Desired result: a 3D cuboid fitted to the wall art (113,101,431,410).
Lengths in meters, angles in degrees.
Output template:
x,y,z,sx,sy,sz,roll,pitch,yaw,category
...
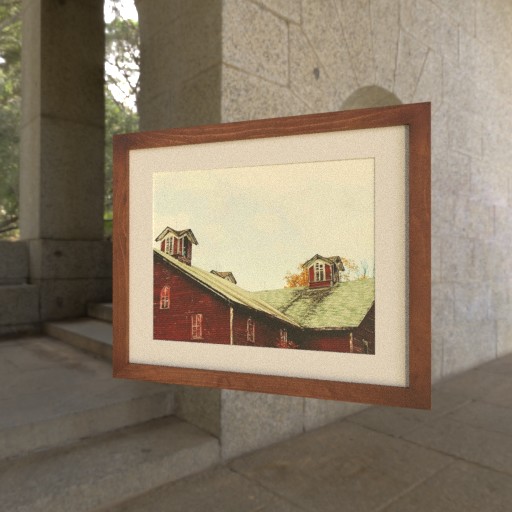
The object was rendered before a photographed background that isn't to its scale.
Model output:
x,y,z,sx,sy,sz,roll,pitch,yaw,category
0.000,0.000,0.761,0.558,0.457,0.033,0,0,19,wall art
